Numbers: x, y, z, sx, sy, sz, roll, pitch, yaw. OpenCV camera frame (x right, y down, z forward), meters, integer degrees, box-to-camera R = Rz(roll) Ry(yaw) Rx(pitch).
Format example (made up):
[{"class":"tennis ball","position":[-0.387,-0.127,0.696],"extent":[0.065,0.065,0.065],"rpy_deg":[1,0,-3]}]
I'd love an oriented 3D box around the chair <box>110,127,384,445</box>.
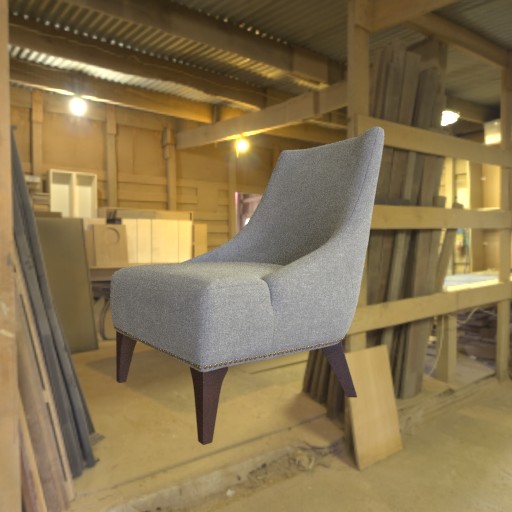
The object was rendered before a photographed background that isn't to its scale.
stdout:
[{"class":"chair","position":[0.000,0.000,1.569],"extent":[0.861,0.909,0.701],"rpy_deg":[-1,2,-36]}]
